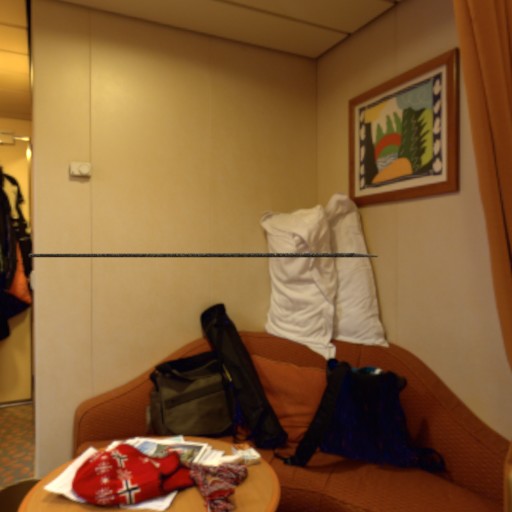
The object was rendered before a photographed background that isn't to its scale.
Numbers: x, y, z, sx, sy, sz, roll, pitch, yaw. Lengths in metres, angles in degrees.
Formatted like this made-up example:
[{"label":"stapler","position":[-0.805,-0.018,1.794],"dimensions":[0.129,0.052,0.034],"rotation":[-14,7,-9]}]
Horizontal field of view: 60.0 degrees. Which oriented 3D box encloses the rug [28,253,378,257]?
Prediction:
[{"label":"rug","position":[0.000,0.000,2.935],"dimensions":[1.478,0.017,2.330],"rotation":[0,0,17]}]
